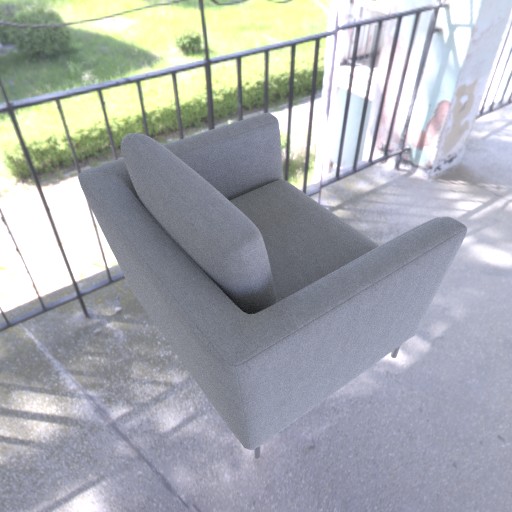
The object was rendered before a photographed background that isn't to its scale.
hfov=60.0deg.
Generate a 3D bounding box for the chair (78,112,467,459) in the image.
[{"bbox_3d":[0.000,0.000,1.644,0.889,0.864,1.041,-26,48,-26],"label":"chair"}]
